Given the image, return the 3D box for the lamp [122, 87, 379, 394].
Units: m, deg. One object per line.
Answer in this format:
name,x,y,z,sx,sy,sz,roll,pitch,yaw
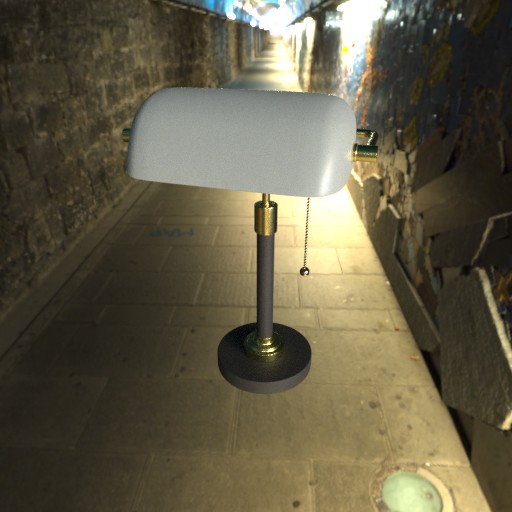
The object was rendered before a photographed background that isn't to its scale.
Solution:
lamp,0.000,0.000,0.559,0.269,0.404,0.227,8,28,16
